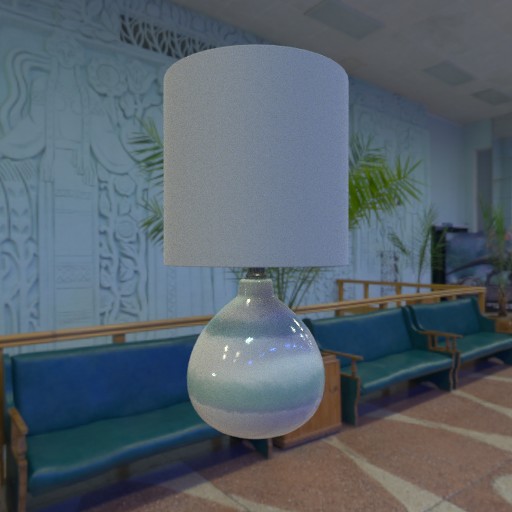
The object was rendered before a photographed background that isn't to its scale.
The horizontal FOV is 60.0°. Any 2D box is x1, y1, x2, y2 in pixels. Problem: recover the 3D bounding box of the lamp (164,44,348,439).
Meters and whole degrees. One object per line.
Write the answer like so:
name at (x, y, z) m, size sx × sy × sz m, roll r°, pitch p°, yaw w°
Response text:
lamp at (0.000, 0.000, 0.531) m, size 0.217 × 0.404 × 0.217 m, roll 0°, pitch 0°, yaw -35°
